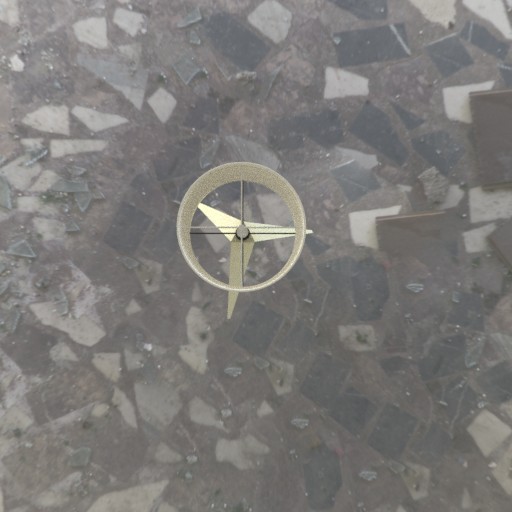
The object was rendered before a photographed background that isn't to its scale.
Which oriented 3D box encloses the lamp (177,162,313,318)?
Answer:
[{"bbox_3d":[0.000,0.000,1.944,0.724,1.524,0.716,0,88,-1],"label":"lamp"}]
